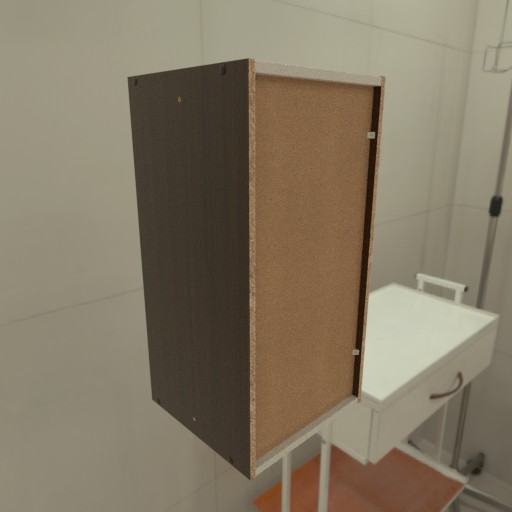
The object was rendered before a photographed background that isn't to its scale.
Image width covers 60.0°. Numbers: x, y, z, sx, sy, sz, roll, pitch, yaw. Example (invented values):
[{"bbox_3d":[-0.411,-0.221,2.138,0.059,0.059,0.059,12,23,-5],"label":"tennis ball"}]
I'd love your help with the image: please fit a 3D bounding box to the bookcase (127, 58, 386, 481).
[{"bbox_3d":[0.000,0.000,0.797,0.300,0.600,0.290,-15,22,-41],"label":"bookcase"}]
